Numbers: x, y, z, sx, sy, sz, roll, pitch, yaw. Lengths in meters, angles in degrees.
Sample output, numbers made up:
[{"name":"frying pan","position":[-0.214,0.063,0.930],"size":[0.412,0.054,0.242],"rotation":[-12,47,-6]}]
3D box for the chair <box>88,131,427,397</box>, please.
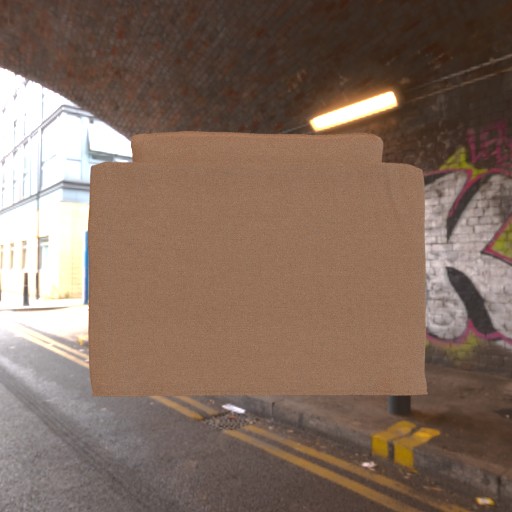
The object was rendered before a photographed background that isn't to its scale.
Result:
[{"name":"chair","position":[0.000,0.000,1.796],"size":[1.057,0.867,0.949],"rotation":[0,-2,-1]}]
